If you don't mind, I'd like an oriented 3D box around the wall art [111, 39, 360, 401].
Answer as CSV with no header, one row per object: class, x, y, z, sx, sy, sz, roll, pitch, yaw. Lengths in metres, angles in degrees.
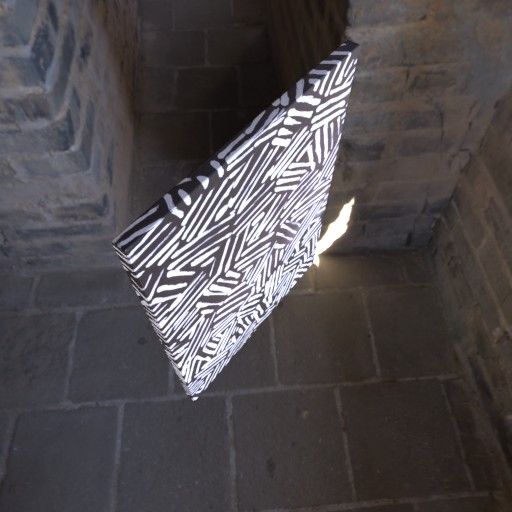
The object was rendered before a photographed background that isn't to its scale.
wall art,0.000,0.000,1.352,0.038,1.017,0.765,34,64,19
